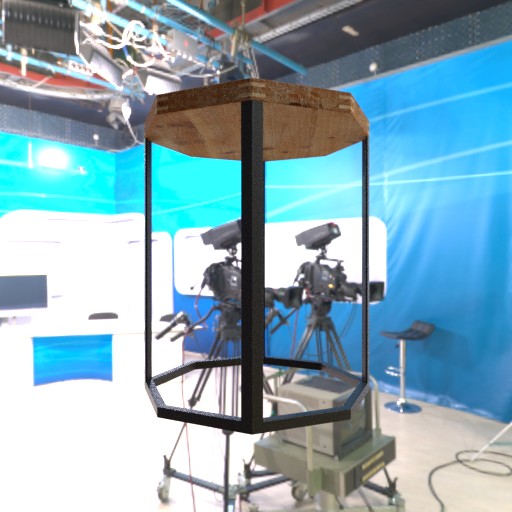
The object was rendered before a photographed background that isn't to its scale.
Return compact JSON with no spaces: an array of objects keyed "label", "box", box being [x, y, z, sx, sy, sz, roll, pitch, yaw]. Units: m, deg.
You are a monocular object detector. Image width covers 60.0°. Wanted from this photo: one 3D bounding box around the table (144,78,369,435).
[{"label":"table","box":[0.000,0.000,0.902,0.458,0.543,0.458,0,0,2]}]
